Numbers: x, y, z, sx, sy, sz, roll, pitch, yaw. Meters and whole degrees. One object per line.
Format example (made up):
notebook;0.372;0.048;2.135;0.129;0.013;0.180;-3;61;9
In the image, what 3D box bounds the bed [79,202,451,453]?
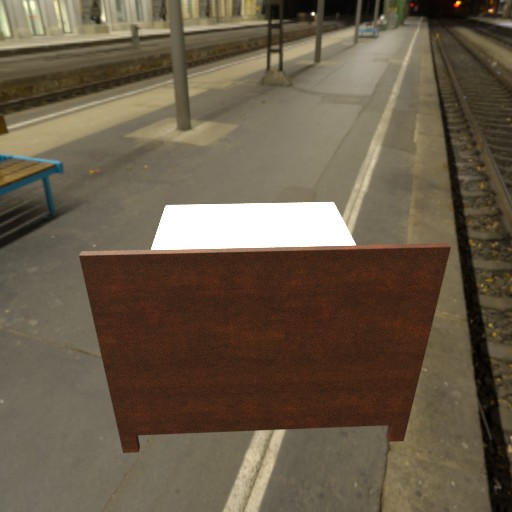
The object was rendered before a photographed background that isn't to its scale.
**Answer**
bed;0.000;0.000;3.163;1.600;1.270;2.184;-1;29;-2
